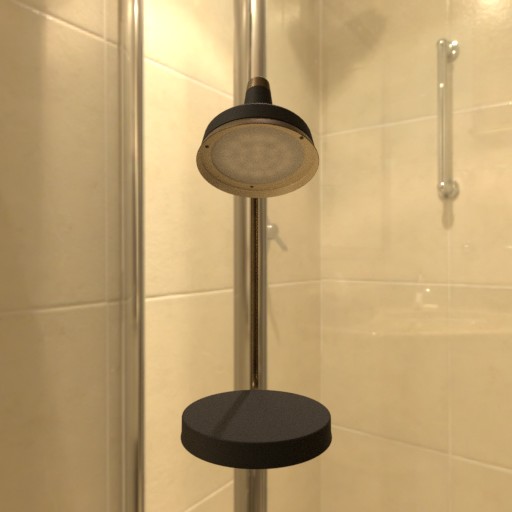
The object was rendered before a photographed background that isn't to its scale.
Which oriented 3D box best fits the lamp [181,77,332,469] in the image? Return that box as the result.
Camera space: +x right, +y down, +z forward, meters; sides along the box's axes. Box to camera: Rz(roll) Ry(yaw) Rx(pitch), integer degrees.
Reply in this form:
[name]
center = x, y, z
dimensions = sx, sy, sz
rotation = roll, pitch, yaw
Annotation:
[lamp]
center = 0.000, 0.000, 0.495
dimensions = 0.162, 0.385, 0.218
rotation = 0, 0, -1
